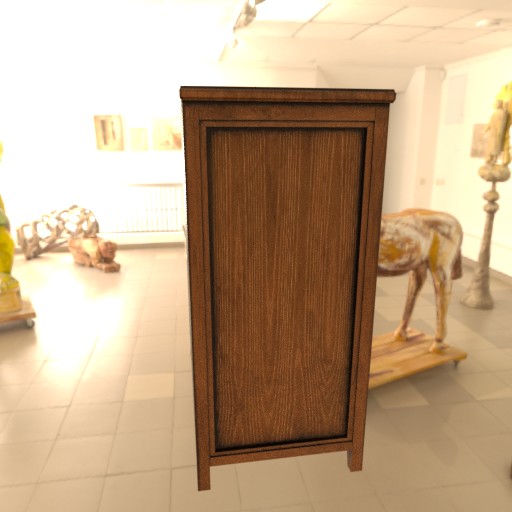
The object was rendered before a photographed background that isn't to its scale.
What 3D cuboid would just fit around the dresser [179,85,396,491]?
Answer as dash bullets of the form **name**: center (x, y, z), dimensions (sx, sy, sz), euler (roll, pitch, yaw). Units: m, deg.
- **dresser**: center (0.000, 0.000, 1.886), dimensions (0.591, 1.224, 1.250), euler (-2, 15, -9)
